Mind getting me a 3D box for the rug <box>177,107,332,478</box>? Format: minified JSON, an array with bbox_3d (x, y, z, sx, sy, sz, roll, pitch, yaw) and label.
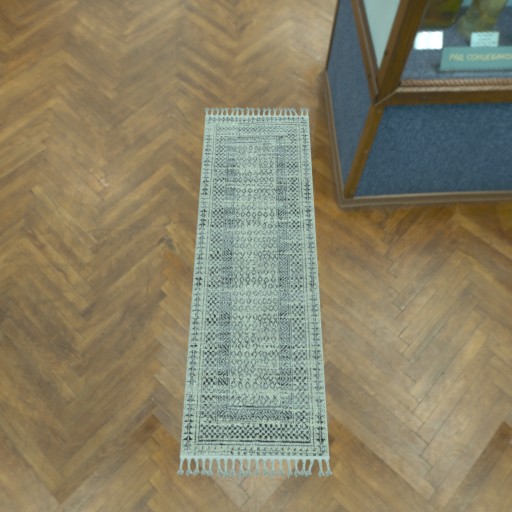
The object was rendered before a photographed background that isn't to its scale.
[{"bbox_3d":[0.000,0.000,2.766,0.786,0.013,2.480,0,64,0],"label":"rug"}]
